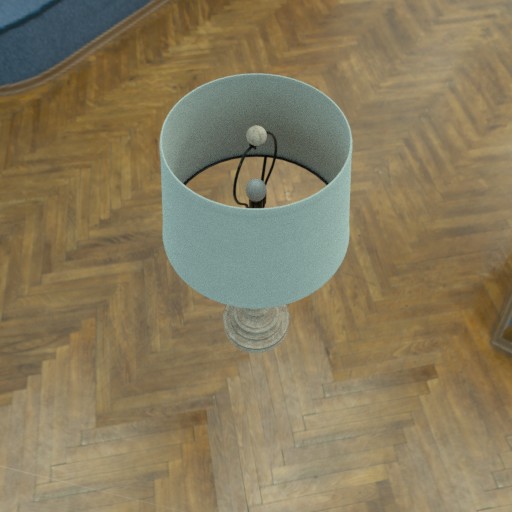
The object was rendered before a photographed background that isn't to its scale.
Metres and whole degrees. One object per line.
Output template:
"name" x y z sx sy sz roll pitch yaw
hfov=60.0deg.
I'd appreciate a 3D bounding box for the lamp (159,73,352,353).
"lamp" 0.000 0.000 0.906 0.340 0.678 0.340 0 58 0
